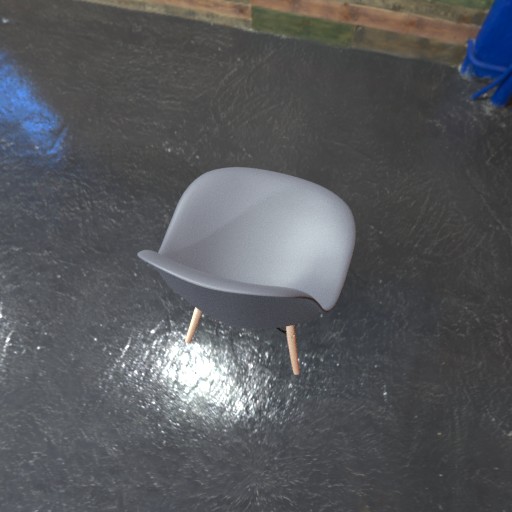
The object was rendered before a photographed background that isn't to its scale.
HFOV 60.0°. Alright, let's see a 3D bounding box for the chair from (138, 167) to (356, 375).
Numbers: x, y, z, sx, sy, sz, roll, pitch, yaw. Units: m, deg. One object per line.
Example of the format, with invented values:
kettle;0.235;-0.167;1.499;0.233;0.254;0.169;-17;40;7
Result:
chair;0.000;0.000;1.138;0.470;0.826;0.533;15;65;7
